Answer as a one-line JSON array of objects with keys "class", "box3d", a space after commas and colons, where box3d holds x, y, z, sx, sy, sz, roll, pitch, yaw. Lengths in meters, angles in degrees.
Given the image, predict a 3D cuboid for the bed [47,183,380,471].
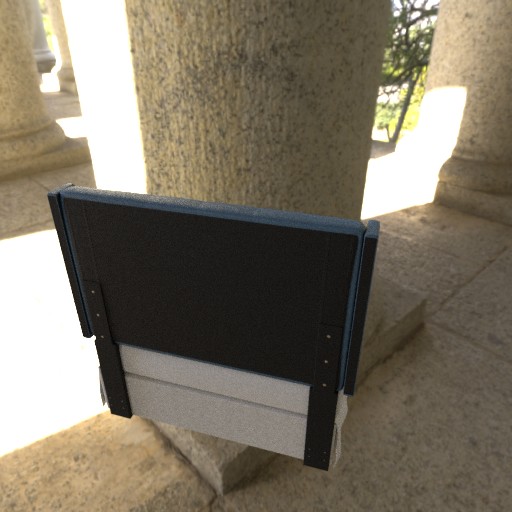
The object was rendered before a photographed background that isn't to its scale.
[{"class": "bed", "box3d": [0.000, 0.000, 3.372, 1.719, 1.665, 2.078, 9, 31, 14]}]
